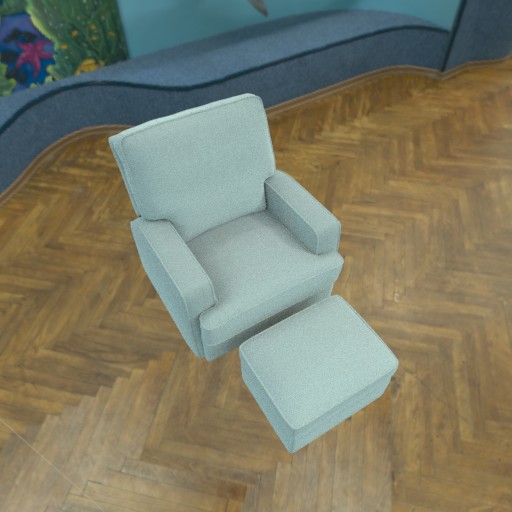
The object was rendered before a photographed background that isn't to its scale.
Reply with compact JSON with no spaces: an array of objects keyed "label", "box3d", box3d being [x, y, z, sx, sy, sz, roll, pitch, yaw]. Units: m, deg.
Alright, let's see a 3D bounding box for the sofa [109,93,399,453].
[{"label":"sofa","box3d":[0.000,0.000,2.075,0.861,0.959,1.472,-24,53,-20]}]
